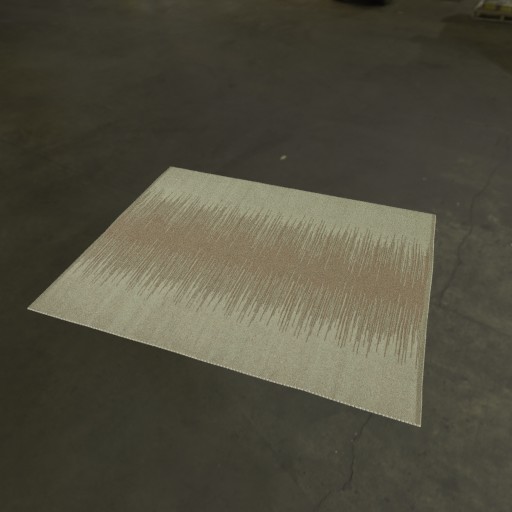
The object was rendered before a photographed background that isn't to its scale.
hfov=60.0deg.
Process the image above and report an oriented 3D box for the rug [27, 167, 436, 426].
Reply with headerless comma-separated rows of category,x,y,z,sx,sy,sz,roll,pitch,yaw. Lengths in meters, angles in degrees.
rug,0.000,0.000,4.033,3.048,0.013,2.438,13,42,15
